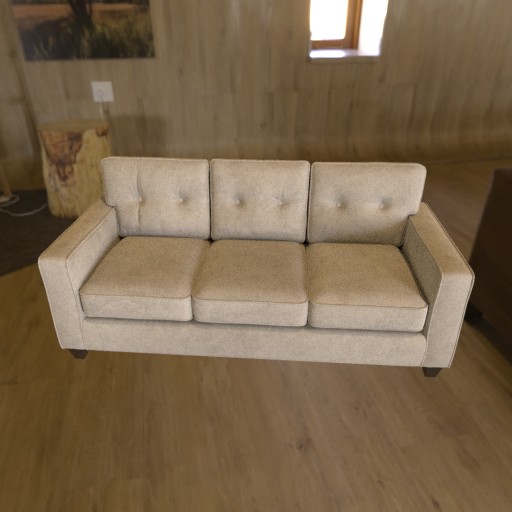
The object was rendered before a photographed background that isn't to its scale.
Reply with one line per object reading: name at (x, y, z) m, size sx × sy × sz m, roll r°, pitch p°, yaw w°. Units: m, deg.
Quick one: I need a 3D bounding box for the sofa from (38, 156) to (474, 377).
sofa at (0.000, 0.000, 2.585) m, size 2.133 × 0.965 × 0.939 m, roll 2°, pitch 29°, yaw 4°
